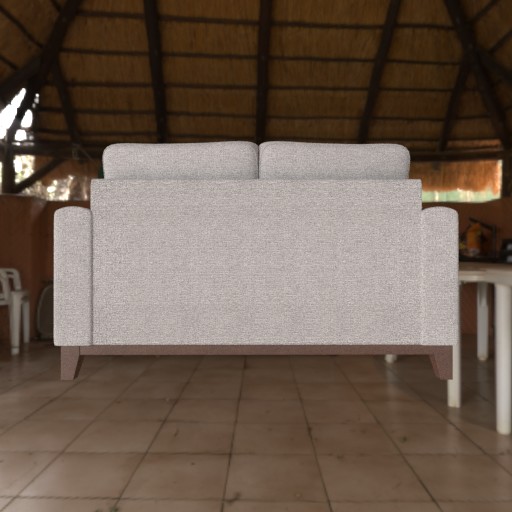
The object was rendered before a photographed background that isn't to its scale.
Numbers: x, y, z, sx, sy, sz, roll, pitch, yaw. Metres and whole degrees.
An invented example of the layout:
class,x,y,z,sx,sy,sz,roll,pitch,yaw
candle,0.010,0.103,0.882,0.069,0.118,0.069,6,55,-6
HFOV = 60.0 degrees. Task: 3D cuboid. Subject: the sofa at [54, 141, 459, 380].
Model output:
class,x,y,z,sx,sy,sz,roll,pitch,yaw
sofa,0.000,0.000,2.001,1.420,0.873,0.917,0,0,0
